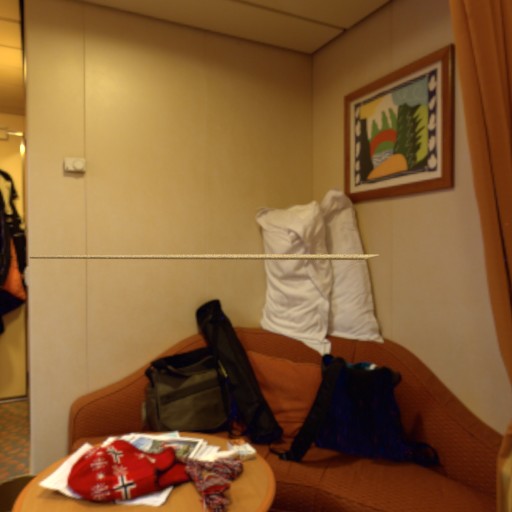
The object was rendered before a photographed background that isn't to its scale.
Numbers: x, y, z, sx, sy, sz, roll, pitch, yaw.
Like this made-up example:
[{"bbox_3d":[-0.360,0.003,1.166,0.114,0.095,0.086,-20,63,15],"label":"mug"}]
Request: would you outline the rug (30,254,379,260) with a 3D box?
[{"bbox_3d":[0.000,0.000,2.348,1.219,0.010,1.829,0,0,17],"label":"rug"}]
